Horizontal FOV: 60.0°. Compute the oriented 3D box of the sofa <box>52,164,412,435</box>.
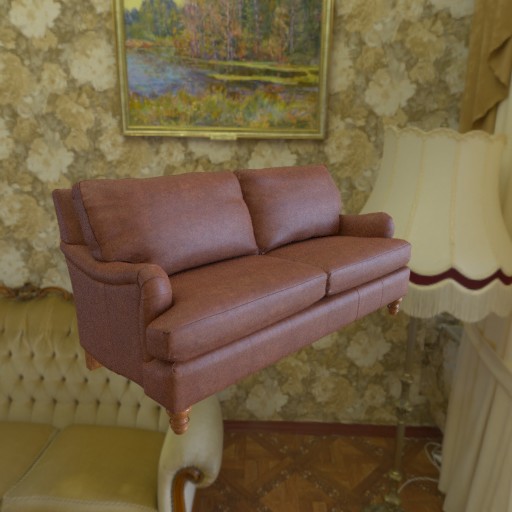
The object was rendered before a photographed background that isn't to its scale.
[{"bbox_3d":[0.000,0.000,2.827,1.147,1.071,2.144,14,20,43],"label":"sofa"}]
